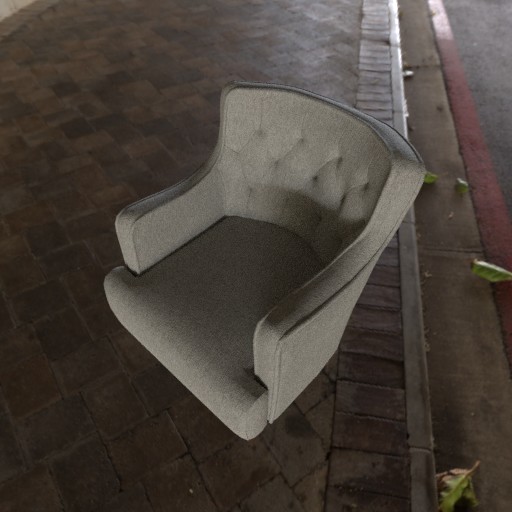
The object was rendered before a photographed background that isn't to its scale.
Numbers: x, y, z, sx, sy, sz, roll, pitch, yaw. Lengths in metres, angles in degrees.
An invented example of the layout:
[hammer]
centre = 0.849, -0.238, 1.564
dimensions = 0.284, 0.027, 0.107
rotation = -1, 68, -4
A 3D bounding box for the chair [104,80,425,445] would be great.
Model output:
[chair]
centre = 0.000, 0.000, 1.621
dimensions = 0.820, 0.920, 0.910
rotation = 34, 55, 28
